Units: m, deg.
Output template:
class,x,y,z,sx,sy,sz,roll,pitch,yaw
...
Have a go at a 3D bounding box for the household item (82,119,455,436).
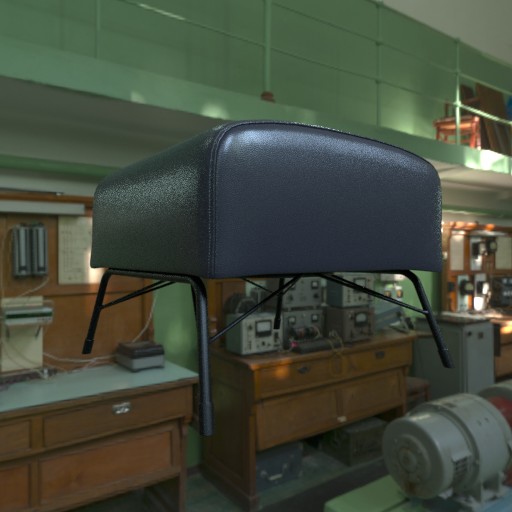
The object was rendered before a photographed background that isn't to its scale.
class,x,y,z,sx,sy,sz,roll,pitch,yaw
household item,0.000,0.000,0.874,0.530,0.410,0.530,0,0,-36
